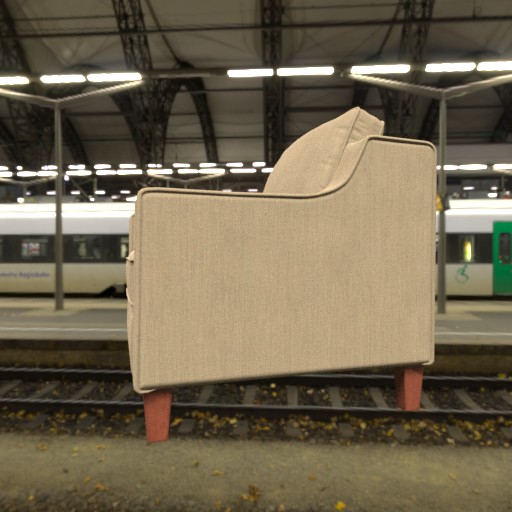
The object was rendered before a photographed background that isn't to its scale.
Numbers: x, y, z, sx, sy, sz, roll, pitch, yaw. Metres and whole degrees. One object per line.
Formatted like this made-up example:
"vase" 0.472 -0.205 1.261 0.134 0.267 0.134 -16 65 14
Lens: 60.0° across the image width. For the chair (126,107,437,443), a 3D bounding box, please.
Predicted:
"chair" 0.000 0.000 1.619 0.909 0.960 0.831 0 1 -17
